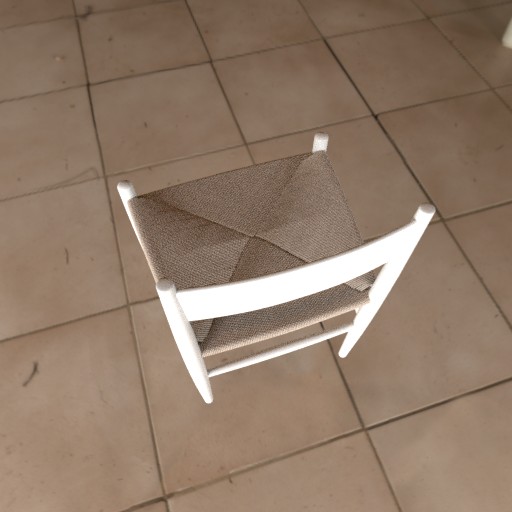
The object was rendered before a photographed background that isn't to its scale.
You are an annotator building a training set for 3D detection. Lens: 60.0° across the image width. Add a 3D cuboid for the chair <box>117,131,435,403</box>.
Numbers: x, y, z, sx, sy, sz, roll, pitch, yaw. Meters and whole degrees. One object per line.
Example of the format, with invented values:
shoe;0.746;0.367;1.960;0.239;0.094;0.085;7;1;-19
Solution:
chair;0.000;0.000;1.098;0.556;0.762;0.495;-16;60;-10
